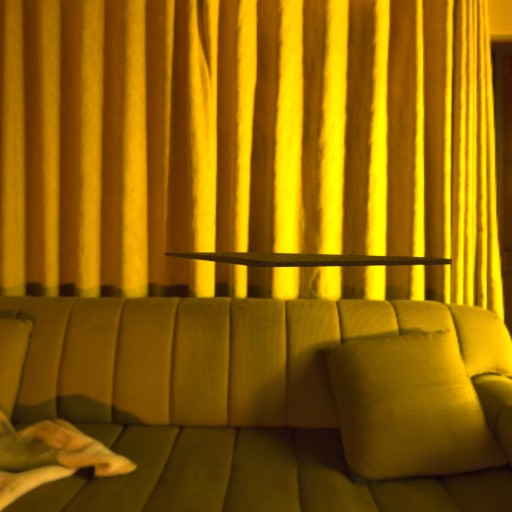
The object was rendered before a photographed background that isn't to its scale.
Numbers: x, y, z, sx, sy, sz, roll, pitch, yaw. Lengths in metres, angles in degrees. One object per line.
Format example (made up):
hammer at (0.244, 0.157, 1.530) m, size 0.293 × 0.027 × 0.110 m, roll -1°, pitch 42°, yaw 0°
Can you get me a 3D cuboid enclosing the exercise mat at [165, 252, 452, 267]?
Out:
exercise mat at (0.000, 0.000, 2.051) m, size 0.616 × 0.021 × 1.869 m, roll 0°, pitch 1°, yaw -19°
